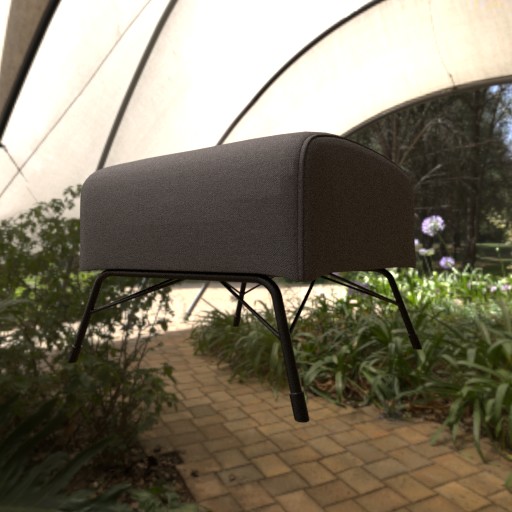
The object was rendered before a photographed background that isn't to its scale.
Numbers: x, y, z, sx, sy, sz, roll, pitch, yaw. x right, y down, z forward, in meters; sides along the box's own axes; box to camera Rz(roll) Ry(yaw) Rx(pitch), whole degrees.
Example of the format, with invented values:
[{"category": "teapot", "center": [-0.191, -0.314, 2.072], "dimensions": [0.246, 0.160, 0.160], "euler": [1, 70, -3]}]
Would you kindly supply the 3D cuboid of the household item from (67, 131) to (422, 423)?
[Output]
[{"category": "household item", "center": [0.000, 0.000, 0.916], "dimensions": [0.530, 0.410, 0.530], "euler": [0, 1, 36]}]
